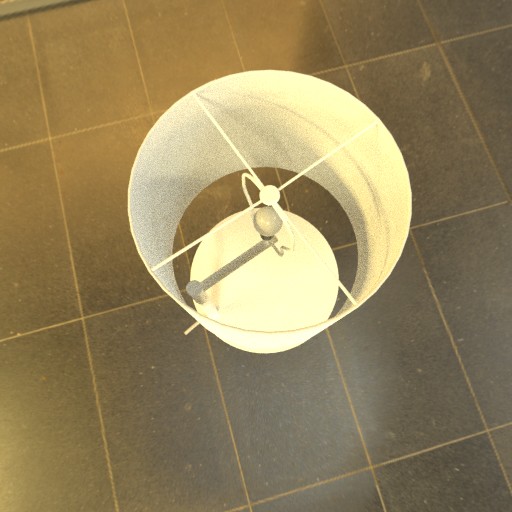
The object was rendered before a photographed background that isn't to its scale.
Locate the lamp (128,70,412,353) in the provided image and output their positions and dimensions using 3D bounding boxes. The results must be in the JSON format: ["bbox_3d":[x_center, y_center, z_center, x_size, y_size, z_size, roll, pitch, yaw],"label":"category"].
[{"bbox_3d":[0.000,0.000,0.683,0.341,0.454,0.299,-34,78,-9],"label":"lamp"}]
